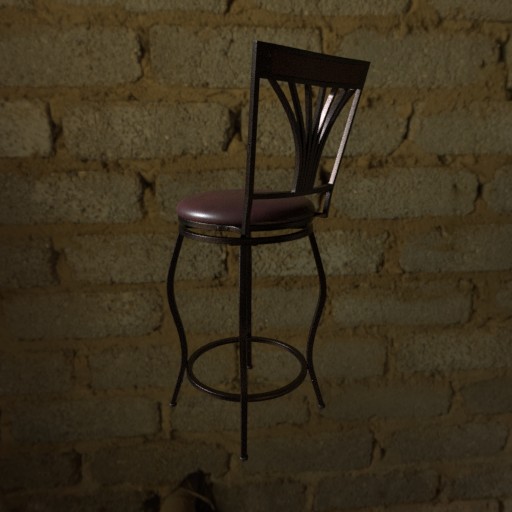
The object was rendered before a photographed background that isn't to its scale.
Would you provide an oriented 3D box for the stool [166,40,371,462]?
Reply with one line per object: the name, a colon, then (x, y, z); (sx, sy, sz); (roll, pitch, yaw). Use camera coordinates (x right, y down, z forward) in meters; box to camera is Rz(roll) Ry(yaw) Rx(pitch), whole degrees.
stool: (0.000, 0.000, 1.377); (0.433, 1.117, 0.514); (-15, 22, -42)
